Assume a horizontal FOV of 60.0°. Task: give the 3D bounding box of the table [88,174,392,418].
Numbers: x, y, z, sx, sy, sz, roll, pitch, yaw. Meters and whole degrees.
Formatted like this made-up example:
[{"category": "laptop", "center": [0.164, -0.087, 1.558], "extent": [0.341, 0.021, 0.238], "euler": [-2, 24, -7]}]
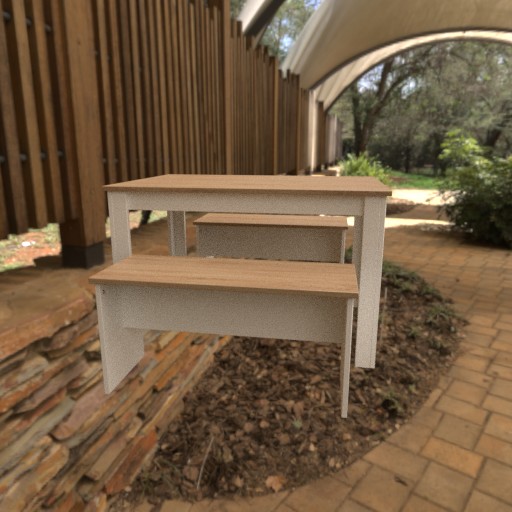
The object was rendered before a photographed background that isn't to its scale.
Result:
[{"category": "table", "center": [0.000, 0.000, 2.084], "extent": [1.100, 0.700, 1.443], "euler": [2, 14, 10]}]
